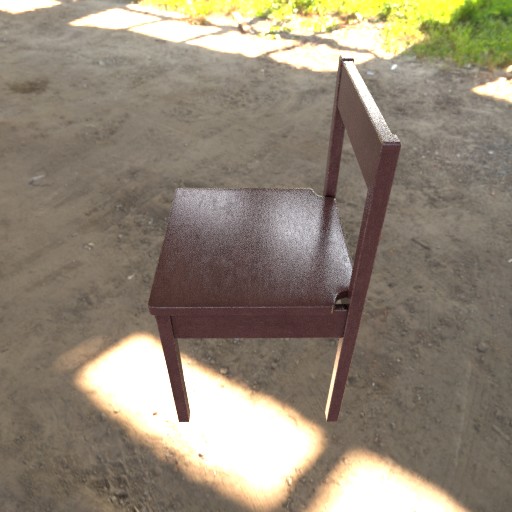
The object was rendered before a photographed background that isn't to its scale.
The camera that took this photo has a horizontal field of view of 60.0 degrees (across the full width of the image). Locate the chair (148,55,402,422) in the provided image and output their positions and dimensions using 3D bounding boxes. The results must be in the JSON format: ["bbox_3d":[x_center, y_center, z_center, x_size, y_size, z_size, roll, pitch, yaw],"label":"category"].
[{"bbox_3d":[0.000,0.000,0.895,0.361,0.668,0.367,0,41,0],"label":"chair"}]
